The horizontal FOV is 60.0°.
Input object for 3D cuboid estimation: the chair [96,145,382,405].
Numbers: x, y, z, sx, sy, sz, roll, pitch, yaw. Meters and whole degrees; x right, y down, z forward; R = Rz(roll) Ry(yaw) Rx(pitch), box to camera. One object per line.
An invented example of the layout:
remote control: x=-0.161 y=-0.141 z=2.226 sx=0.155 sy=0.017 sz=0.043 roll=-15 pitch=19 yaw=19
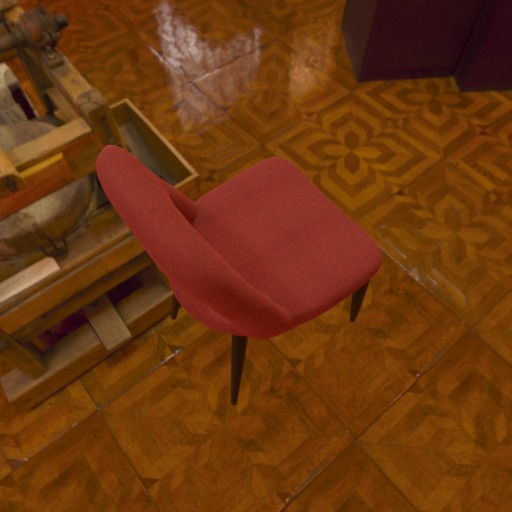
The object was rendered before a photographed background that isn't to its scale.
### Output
chair: x=0.000 y=0.000 z=1.203 sx=0.569 sy=0.892 sz=0.483 roll=-33 pitch=64 yaw=-18
